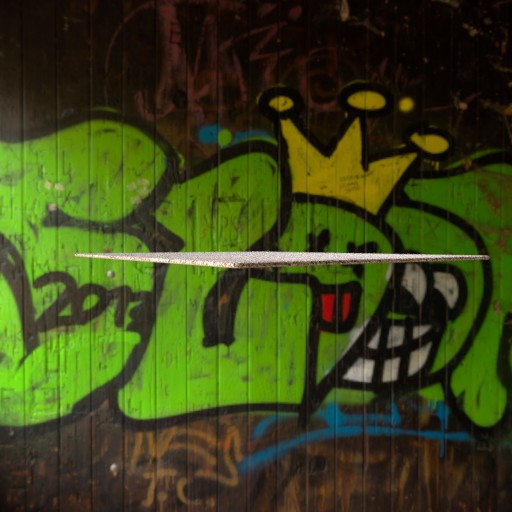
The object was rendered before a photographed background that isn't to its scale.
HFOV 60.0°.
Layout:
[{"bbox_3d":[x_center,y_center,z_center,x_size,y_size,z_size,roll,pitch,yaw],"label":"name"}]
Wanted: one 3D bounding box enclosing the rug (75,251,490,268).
[{"bbox_3d":[0.000,0.000,4.057,2.438,0.029,3.047,-1,2,-36],"label":"rug"}]
